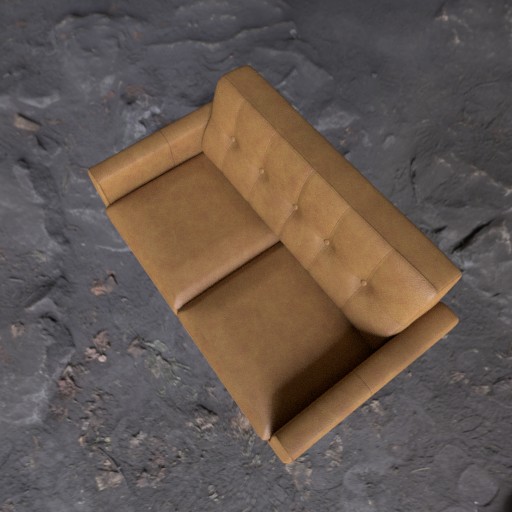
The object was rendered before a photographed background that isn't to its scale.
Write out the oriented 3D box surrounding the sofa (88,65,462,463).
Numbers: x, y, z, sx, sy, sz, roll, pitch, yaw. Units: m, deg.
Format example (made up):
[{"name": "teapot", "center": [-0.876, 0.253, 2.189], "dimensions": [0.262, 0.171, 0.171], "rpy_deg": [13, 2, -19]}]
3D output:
[{"name": "sofa", "center": [0.000, 0.000, 2.182], "dimensions": [0.952, 0.925, 1.651], "rpy_deg": [-34, 69, -15]}]
